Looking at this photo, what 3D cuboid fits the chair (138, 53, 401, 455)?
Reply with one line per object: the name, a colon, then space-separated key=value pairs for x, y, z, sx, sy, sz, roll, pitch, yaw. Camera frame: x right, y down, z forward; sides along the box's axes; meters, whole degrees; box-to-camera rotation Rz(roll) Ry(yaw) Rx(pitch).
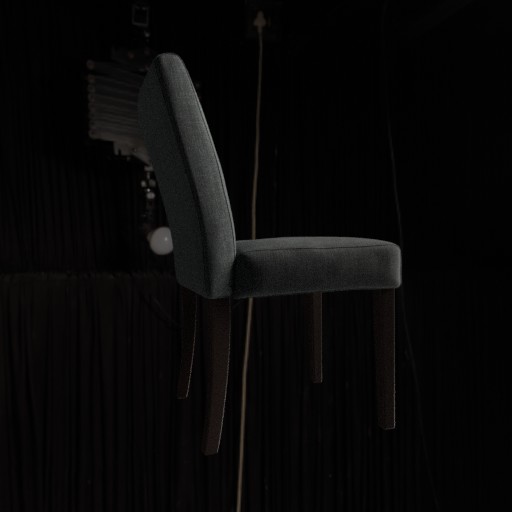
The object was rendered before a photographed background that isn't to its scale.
chair: x=0.000 y=0.000 z=1.238 sx=0.629 sy=0.884 sz=0.487 roll=0 pitch=1 yaw=-19
